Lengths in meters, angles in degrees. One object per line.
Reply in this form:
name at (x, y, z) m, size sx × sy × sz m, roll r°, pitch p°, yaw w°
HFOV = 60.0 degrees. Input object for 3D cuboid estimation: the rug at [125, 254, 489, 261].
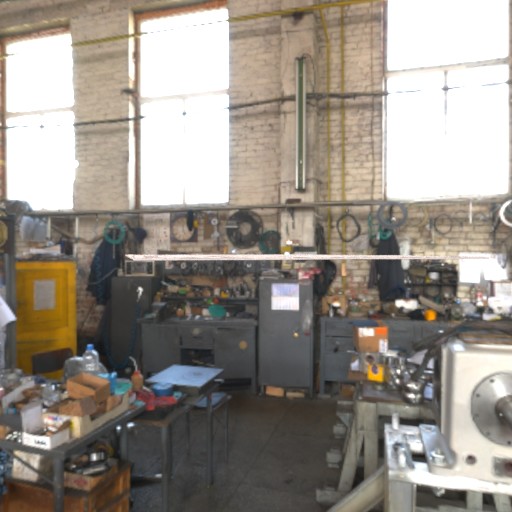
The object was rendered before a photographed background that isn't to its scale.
rug at (0.000, 0.000, 4.388) m, size 2.449 × 0.019 × 3.357 m, roll 0°, pitch 1°, yaw -17°
